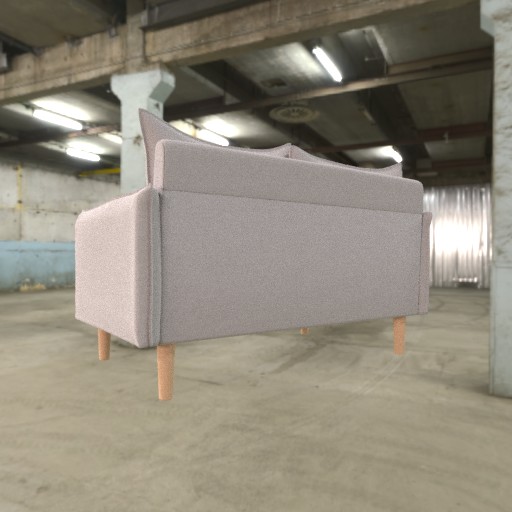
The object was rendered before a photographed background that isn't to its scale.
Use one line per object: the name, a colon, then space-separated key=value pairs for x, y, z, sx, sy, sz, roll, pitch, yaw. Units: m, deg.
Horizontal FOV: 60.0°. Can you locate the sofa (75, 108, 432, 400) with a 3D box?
sofa: x=0.000 y=0.000 z=1.850 sx=1.300 sy=0.840 sz=0.820 roll=0 pitch=0 yaw=-35
